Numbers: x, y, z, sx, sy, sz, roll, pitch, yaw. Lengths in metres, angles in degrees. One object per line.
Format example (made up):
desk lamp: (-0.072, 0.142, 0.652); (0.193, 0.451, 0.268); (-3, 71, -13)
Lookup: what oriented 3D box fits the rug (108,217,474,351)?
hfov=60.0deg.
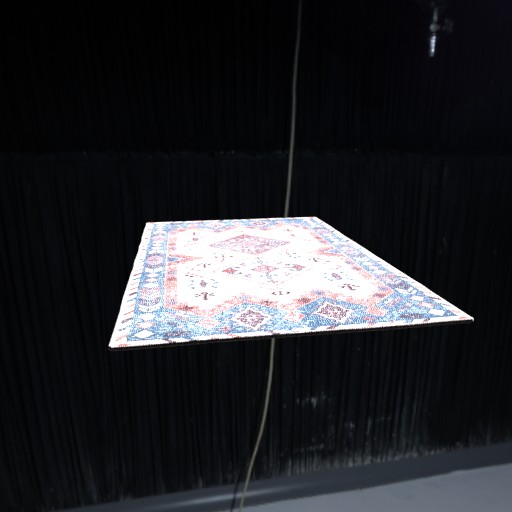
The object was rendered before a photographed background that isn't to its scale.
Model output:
rug: (0.000, 0.000, 2.294); (1.225, 0.015, 1.840); (-3, 16, -9)
